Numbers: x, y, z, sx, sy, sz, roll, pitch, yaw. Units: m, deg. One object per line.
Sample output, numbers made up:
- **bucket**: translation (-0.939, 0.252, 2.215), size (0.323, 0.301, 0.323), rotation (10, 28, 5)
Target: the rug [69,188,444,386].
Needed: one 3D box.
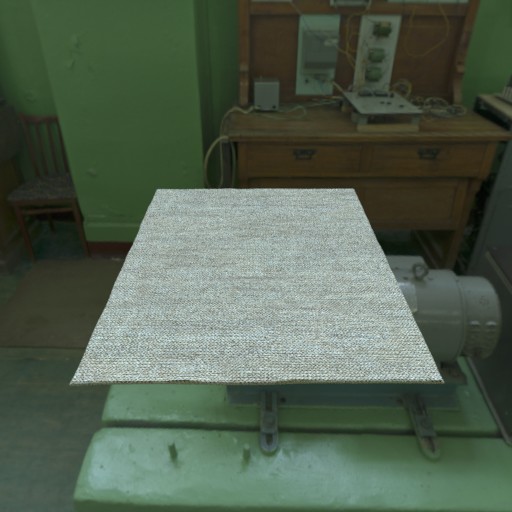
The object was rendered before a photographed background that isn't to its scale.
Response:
- **rug**: translation (0.000, 0.000, 4.141), size (2.429, 0.030, 3.052), rotation (0, 33, 0)
